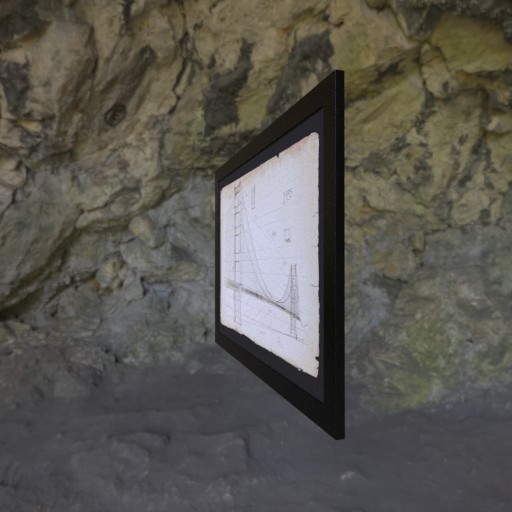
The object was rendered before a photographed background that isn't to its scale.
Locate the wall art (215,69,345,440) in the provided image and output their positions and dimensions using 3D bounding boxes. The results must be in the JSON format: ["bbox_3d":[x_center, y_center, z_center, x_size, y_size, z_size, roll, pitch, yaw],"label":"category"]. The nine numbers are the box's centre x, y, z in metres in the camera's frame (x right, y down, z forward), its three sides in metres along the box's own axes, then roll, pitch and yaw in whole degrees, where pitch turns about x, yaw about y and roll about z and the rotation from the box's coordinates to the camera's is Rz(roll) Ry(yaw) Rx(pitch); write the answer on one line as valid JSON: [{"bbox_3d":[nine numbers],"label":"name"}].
[{"bbox_3d":[0.000,0.000,0.850,0.013,0.447,0.660,0,0,-18],"label":"wall art"}]
